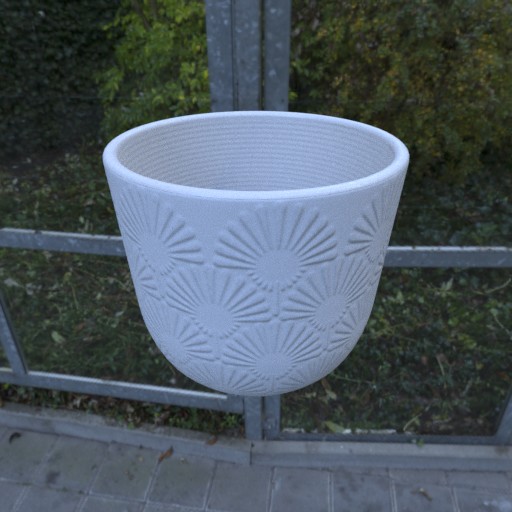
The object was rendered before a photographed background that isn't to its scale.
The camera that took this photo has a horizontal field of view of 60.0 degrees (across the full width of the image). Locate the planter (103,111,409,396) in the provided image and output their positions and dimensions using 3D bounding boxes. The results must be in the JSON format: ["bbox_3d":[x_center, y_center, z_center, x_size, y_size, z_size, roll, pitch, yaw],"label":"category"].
[{"bbox_3d":[0.000,0.000,0.292,0.170,0.152,0.170,0,29,0],"label":"planter"}]
